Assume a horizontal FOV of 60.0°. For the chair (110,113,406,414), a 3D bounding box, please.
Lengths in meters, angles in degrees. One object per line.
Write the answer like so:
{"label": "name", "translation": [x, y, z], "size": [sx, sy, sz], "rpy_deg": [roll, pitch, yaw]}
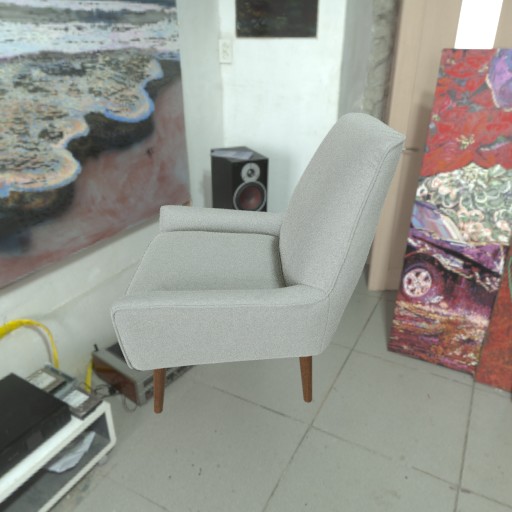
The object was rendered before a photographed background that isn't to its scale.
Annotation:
{"label": "chair", "translation": [0.000, 0.000, 1.512], "size": [0.822, 0.888, 0.787], "rpy_deg": [0, 26, -1]}
